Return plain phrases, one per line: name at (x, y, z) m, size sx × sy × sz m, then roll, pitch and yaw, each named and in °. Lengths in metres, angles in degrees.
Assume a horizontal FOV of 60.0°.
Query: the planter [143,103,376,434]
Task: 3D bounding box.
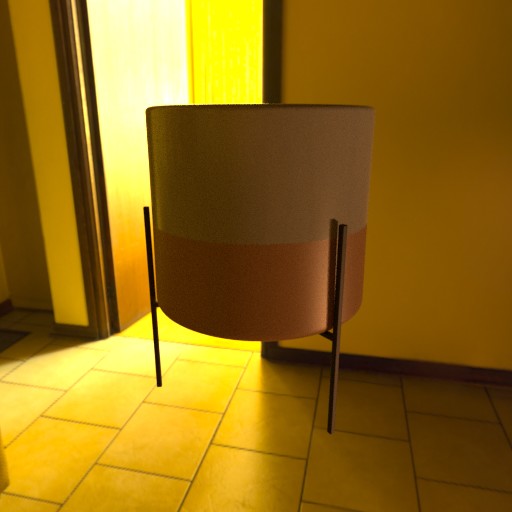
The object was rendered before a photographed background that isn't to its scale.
planter at (0.000, 0.000, 0.750) m, size 0.360 × 0.480 × 0.348 m, roll -2°, pitch 18°, yaw -7°
